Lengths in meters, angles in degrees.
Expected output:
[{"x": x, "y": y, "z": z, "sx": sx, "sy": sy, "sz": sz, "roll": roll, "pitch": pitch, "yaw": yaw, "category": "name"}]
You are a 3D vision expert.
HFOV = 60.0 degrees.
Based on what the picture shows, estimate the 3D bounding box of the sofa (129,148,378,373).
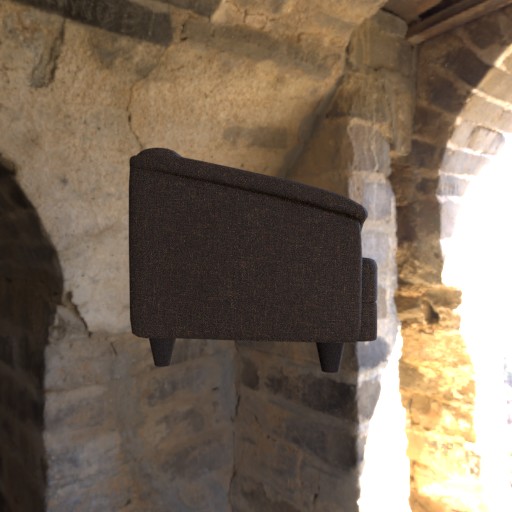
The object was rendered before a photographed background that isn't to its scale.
[{"x": 0.000, "y": 0.000, "z": 2.281, "sx": 0.887, "sy": 0.790, "sz": 1.849, "roll": 0, "pitch": 0, "yaw": 2, "category": "sofa"}]
